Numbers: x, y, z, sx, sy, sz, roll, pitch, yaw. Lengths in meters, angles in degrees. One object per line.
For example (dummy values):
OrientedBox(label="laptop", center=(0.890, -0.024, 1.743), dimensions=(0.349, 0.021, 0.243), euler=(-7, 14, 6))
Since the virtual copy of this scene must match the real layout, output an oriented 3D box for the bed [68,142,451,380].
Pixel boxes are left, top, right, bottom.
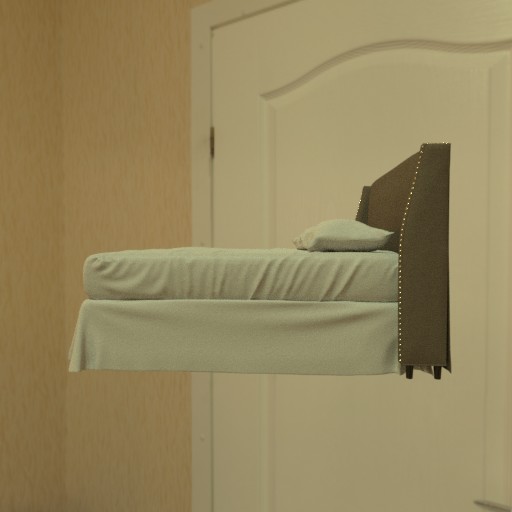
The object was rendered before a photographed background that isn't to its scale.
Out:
OrientedBox(label="bed", center=(0.000, 0.000, 3.434), dimensions=(2.276, 1.332, 1.925), euler=(0, 2, 4))
